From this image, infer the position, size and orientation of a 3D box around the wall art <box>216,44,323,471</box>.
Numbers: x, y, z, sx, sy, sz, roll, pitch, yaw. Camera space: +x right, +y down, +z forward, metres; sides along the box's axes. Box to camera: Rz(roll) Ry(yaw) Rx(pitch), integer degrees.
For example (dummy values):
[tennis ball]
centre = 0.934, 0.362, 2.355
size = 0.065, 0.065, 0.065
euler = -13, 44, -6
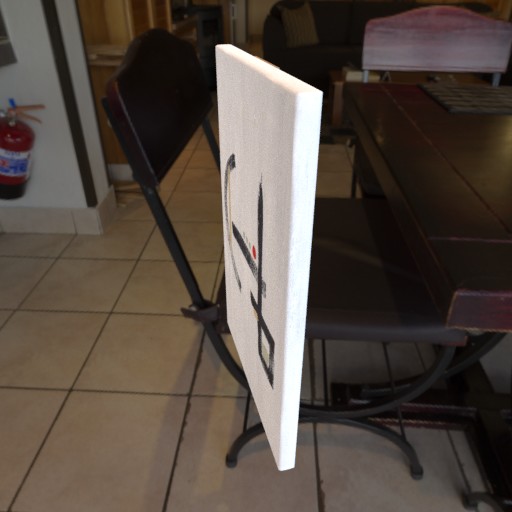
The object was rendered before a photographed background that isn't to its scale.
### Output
[wall art]
centre = 0.000, 0.000, 1.129
size = 0.048, 0.916, 0.602
euler = -8, 33, -13
